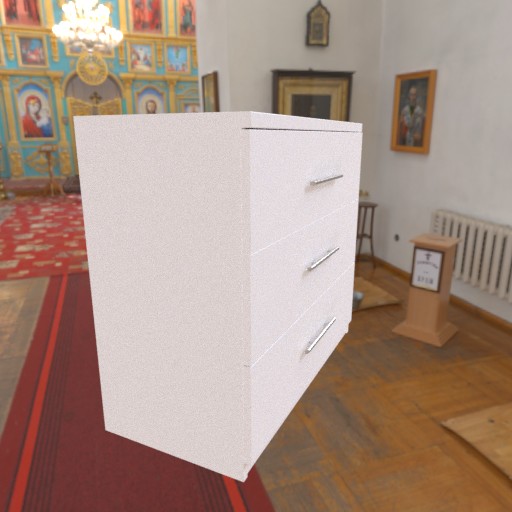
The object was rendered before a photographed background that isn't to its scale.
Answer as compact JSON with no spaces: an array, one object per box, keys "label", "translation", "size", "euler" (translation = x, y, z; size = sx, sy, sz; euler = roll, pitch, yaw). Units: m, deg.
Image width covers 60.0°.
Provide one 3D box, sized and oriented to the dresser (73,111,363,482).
[{"label":"dresser","translation":[0.000,0.000,1.267],"size":[0.420,0.740,0.830],"euler":[7,17,25]}]
